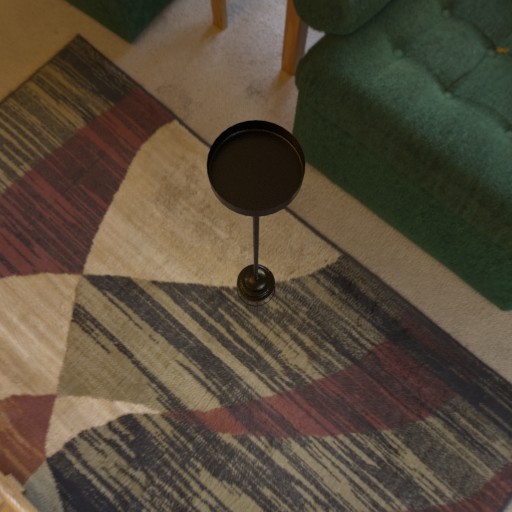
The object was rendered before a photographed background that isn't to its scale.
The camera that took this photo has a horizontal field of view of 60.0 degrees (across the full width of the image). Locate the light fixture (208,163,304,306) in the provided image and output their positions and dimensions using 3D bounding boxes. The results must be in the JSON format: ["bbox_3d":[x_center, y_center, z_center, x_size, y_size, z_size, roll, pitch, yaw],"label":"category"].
[{"bbox_3d":[0.000,0.000,0.998,0.123,0.920,0.123,22,77,6],"label":"light fixture"}]
